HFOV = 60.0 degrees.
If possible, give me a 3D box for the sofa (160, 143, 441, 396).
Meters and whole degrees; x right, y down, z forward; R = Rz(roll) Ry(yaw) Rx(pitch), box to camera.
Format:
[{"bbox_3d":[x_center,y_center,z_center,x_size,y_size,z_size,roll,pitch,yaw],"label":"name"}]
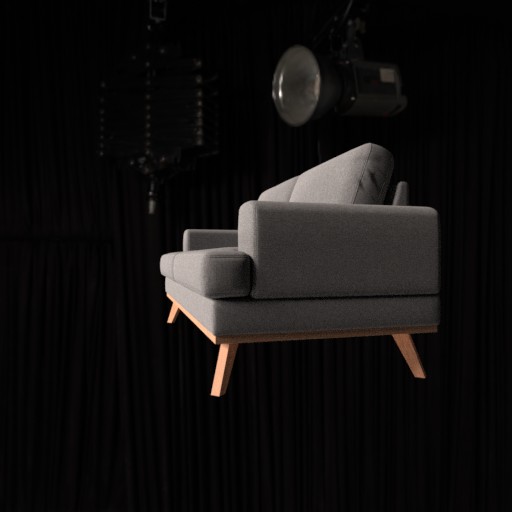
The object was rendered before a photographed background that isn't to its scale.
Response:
[{"bbox_3d":[0.000,0.000,2.096,0.785,0.810,1.650,0,0,-16],"label":"sofa"}]
